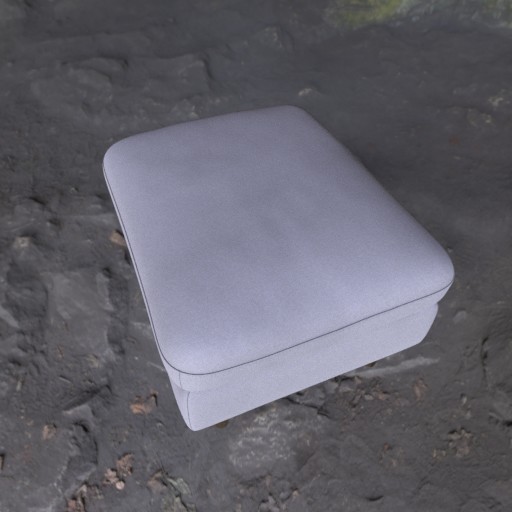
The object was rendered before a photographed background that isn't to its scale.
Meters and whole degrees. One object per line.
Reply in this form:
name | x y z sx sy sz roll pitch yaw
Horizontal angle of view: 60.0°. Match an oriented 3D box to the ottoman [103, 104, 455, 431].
ottoman | 0.000 0.000 1.118 0.593 0.478 0.747 -17 48 -16
